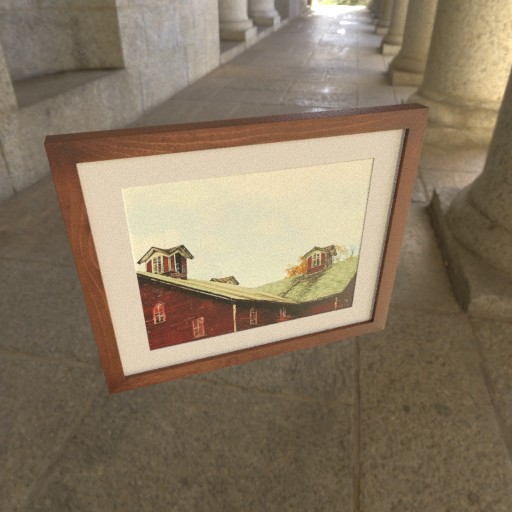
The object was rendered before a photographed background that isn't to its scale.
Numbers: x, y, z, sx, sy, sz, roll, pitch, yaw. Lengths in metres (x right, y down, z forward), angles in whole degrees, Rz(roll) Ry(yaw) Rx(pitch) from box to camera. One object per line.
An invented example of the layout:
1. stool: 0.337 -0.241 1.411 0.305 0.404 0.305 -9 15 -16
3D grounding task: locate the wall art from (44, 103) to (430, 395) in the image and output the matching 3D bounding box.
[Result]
1. wall art: 0.000 0.000 0.753 0.558 0.457 0.033 -10 34 -15
